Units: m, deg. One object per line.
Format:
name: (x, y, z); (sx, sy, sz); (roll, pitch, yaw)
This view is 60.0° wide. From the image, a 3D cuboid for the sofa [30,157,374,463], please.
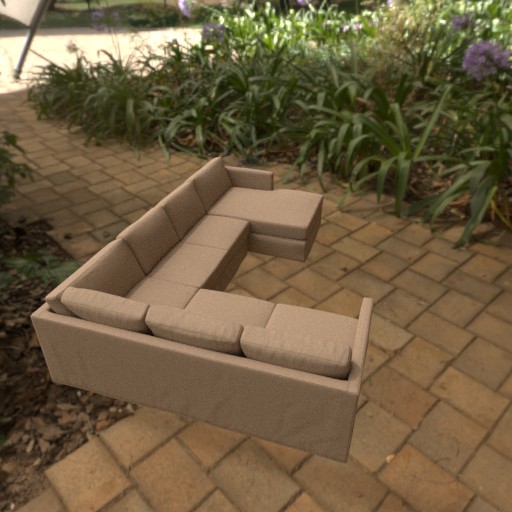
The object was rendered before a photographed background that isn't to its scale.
sofa: (0.000, 0.000, 4.493); (2.427, 0.882, 3.460); (9, 33, 15)
